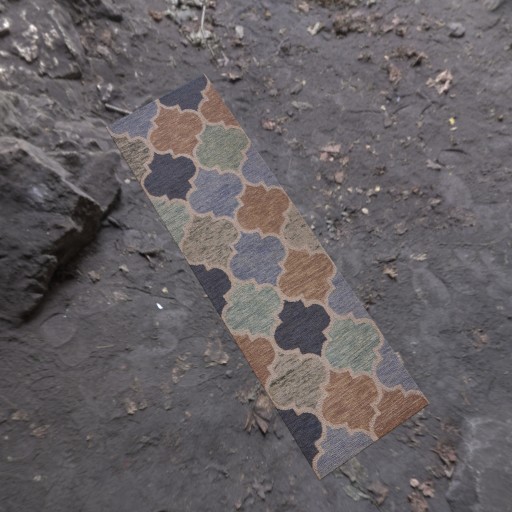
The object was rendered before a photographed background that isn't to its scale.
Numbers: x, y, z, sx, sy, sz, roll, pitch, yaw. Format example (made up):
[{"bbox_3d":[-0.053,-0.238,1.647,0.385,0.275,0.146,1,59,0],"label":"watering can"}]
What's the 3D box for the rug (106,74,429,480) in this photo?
[{"bbox_3d":[0.000,0.000,2.468,0.687,0.011,2.287,-31,79,-7],"label":"rug"}]
